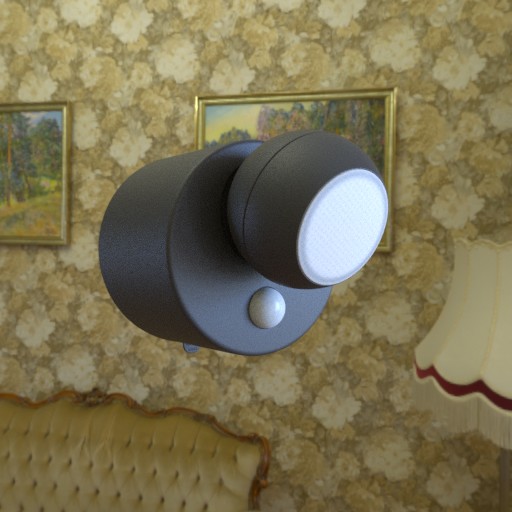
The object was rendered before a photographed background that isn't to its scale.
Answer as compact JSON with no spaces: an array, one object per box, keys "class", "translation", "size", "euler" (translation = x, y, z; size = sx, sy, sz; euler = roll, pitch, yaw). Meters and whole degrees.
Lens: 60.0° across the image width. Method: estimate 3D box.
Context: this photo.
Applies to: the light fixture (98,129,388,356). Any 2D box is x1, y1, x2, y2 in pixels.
[{"class":"light fixture","translation":[0.000,0.000,0.261],"size":[0.134,0.143,0.160],"euler":[0,1,-37]}]
